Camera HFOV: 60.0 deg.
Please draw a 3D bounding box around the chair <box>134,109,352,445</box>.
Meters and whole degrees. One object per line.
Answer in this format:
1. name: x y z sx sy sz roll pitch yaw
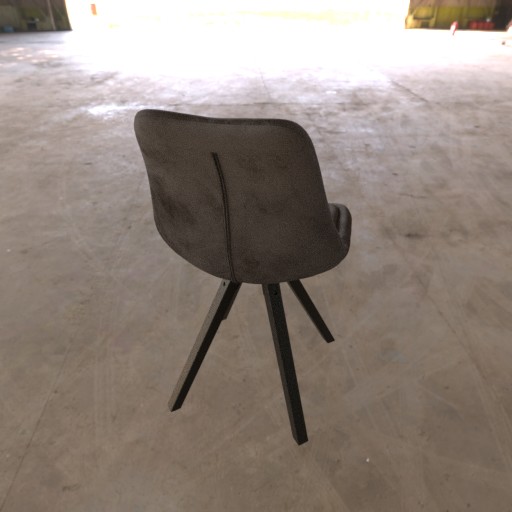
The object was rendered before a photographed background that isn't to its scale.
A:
1. chair: 0.000 0.000 1.169 0.476 0.850 0.550 9 33 14
